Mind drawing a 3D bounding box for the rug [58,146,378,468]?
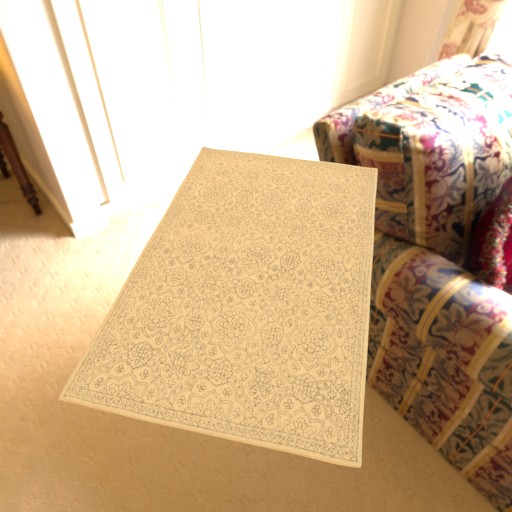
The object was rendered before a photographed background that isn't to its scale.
[{"bbox_3d":[0.000,0.000,2.950,1.518,0.023,2.434,9,46,9],"label":"rug"}]
